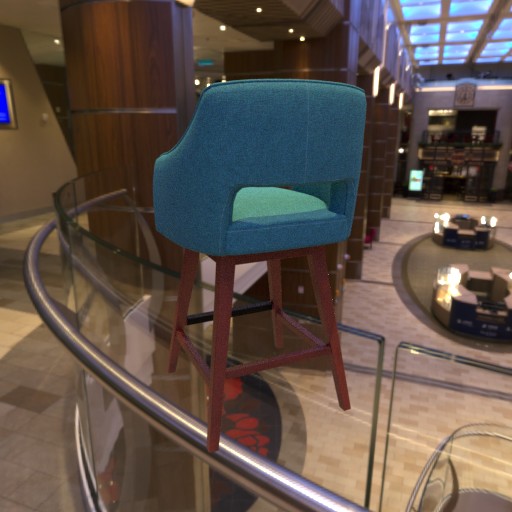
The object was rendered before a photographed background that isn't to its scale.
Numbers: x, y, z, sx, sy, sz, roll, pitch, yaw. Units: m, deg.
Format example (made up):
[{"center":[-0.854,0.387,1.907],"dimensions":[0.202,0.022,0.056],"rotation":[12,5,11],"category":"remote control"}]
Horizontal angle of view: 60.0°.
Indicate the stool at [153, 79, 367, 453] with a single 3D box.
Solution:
[{"center":[0.000,0.000,1.354],"dimensions":[0.548,0.961,0.556],"rotation":[-7,18,-24],"category":"stool"}]
